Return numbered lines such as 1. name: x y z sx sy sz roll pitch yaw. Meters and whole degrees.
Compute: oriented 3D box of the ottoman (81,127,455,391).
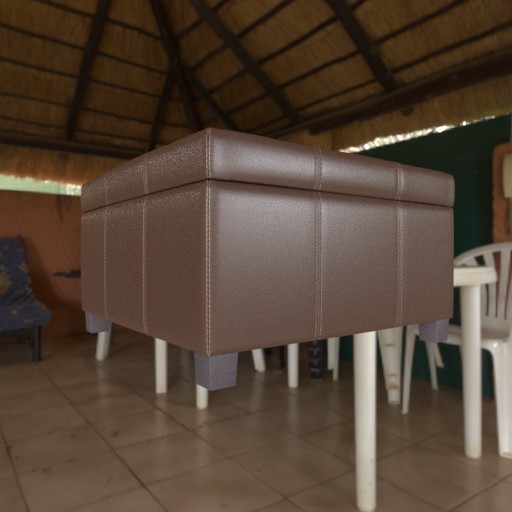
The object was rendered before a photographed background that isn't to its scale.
1. ottoman: 0.000 0.000 1.283 0.788 0.460 0.787 0 0 -36
